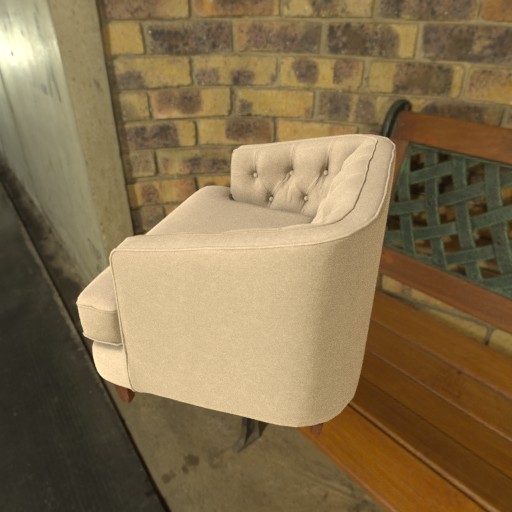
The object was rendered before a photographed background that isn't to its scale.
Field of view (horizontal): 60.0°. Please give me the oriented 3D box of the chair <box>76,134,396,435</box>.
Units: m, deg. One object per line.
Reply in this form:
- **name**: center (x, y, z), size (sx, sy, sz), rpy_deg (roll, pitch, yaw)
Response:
- **chair**: center (0.000, 0.000, 1.760), size (0.941, 0.852, 1.104), rpy_deg (9, 32, 16)
